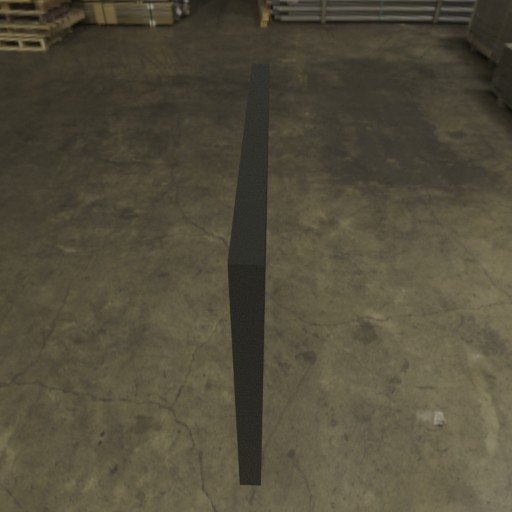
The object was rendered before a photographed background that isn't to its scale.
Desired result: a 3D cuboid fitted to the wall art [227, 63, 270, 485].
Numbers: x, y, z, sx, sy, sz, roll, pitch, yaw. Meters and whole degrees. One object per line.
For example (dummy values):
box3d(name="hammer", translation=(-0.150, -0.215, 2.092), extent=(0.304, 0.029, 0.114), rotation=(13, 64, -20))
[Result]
box3d(name="wall art", translation=(0.000, 0.000, 0.542), extent=(0.024, 0.329, 0.404), rotation=(1, 40, 1))
